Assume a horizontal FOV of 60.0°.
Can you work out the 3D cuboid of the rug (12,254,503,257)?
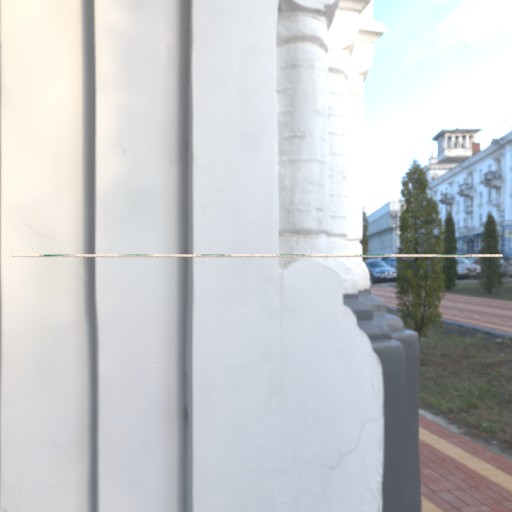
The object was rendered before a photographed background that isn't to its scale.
[{"bbox_3d":[0.000,0.000,2.581,2.438,0.012,0.768,0,0,1],"label":"rug"}]
